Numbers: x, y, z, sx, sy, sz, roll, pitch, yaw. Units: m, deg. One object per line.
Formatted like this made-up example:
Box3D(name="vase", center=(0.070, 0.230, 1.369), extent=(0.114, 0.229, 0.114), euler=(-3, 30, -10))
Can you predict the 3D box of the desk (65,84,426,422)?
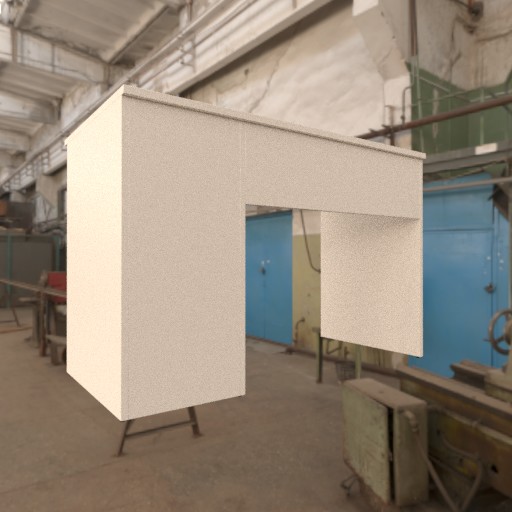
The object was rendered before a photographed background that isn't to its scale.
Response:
Box3D(name="desk", center=(0.000, 0.000, 1.498), extent=(1.097, 0.735, 0.560), euler=(0, 0, -35))
